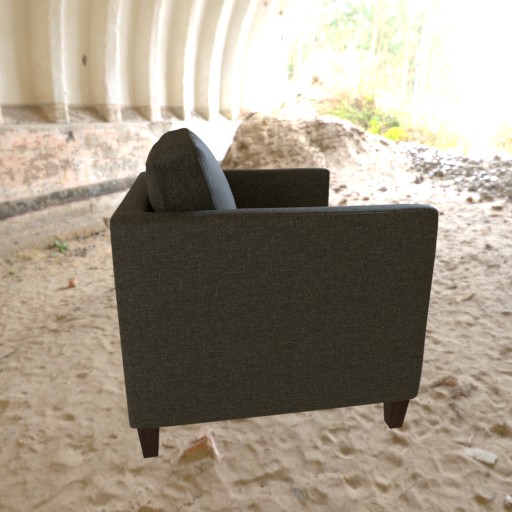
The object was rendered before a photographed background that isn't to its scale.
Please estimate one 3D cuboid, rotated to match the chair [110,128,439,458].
[{"bbox_3d":[0.000,0.000,1.764,0.959,0.963,1.107,-3,18,-9],"label":"chair"}]
